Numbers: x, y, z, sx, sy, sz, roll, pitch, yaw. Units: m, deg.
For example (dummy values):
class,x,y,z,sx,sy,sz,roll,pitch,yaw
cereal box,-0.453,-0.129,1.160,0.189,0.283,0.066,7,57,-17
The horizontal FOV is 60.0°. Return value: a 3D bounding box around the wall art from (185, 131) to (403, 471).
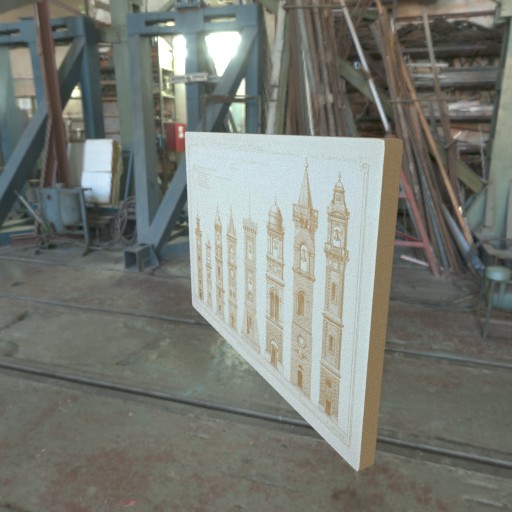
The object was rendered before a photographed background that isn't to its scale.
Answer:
class,x,y,z,sx,sy,sz,roll,pitch,yaw
wall art,0.000,0.000,0.478,0.019,0.254,0.380,-8,18,-26
